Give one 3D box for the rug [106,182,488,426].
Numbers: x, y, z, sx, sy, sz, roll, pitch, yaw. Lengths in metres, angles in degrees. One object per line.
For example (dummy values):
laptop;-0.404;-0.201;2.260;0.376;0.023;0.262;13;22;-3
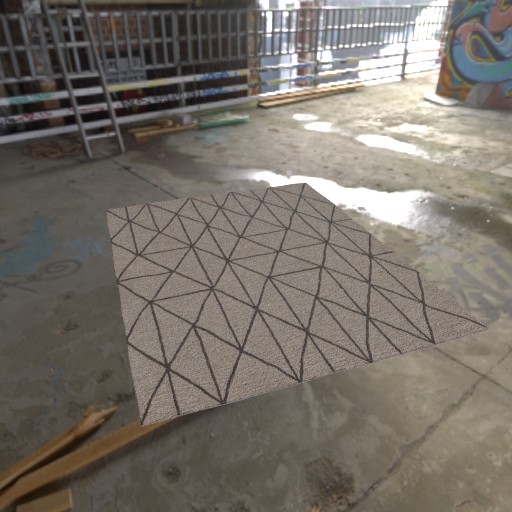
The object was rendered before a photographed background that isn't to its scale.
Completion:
rug;0.000;0.000;4.033;2.468;0.022;3.061;-10;32;-17
